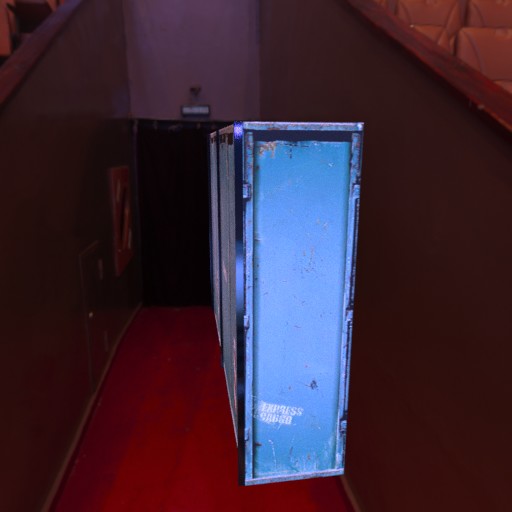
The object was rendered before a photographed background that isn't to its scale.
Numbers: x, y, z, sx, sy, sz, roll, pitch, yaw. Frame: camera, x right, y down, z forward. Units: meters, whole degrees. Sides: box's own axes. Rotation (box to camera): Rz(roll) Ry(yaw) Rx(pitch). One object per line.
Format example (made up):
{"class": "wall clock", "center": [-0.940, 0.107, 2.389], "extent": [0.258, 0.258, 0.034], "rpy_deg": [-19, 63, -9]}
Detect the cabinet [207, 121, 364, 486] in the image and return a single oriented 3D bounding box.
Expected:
{"class": "cabinet", "center": [0.000, 0.000, 3.962], "extent": [0.680, 2.160, 3.001], "rpy_deg": [-2, 14, -8]}
